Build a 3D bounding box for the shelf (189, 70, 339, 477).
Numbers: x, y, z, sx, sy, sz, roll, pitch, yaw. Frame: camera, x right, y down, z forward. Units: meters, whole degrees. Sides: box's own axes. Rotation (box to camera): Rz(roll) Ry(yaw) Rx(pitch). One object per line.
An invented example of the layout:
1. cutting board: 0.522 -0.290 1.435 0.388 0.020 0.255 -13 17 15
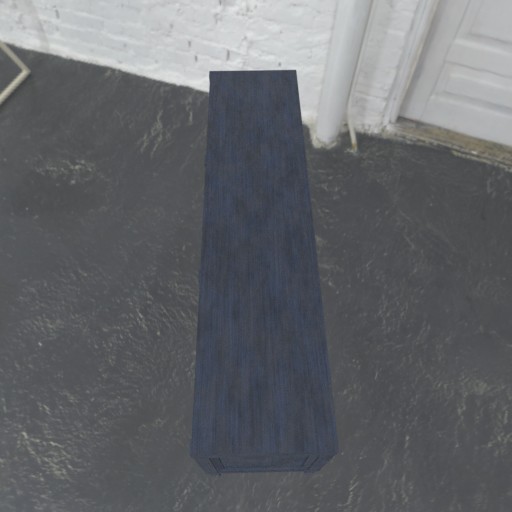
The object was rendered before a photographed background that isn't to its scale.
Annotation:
1. shelf: 0.000 0.000 2.165 0.471 0.715 1.878 -1 58 -1
